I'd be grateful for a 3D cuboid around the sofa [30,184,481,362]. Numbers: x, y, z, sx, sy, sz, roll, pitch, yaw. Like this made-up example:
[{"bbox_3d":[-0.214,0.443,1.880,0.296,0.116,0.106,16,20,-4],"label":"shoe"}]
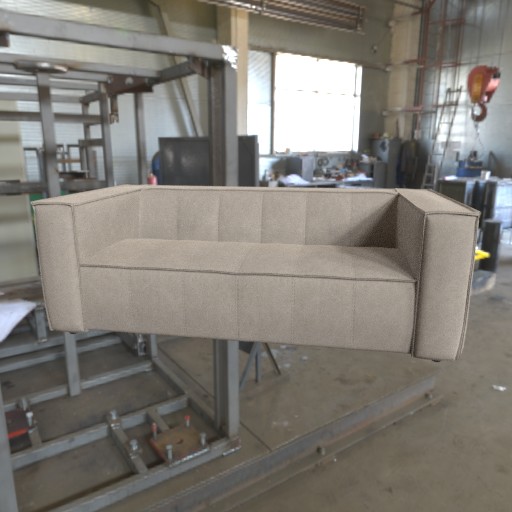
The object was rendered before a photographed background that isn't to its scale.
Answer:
[{"bbox_3d":[0.000,0.000,2.432,1.995,0.680,1.038,2,14,10],"label":"sofa"}]
